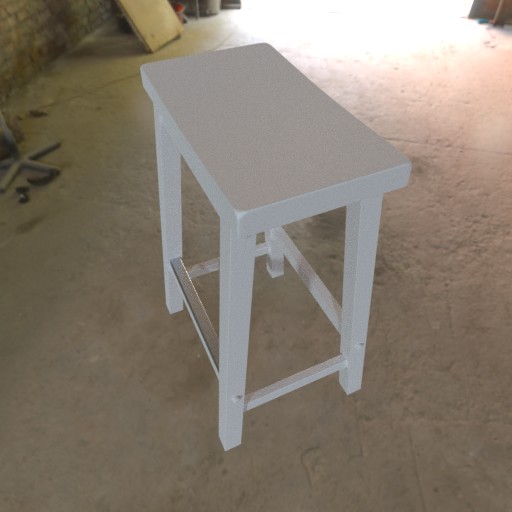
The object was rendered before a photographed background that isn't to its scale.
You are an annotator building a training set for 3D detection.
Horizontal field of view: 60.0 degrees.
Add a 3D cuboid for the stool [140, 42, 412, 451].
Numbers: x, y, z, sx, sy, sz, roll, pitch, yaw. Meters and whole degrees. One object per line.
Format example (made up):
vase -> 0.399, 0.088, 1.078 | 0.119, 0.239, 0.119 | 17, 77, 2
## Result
stool -> 0.000, 0.000, 0.841 | 0.322, 0.610, 0.406 | -18, 49, -17
